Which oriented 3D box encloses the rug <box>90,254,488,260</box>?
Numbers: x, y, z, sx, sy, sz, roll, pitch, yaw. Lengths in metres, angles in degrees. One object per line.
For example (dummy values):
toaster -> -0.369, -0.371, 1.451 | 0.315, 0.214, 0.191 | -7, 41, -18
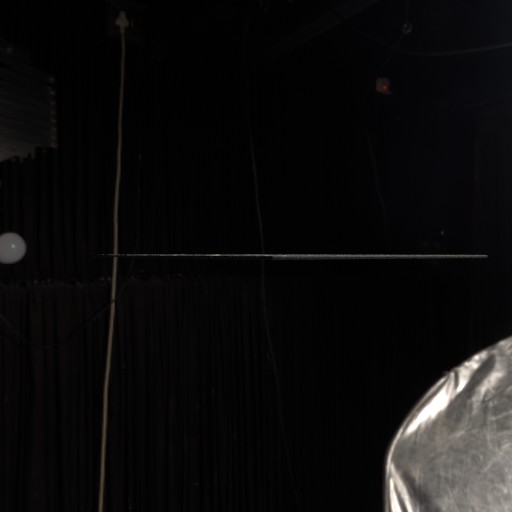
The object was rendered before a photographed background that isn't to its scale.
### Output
rug -> 0.000, 0.000, 2.941 | 1.528, 0.014, 2.294 | 0, 0, -36
